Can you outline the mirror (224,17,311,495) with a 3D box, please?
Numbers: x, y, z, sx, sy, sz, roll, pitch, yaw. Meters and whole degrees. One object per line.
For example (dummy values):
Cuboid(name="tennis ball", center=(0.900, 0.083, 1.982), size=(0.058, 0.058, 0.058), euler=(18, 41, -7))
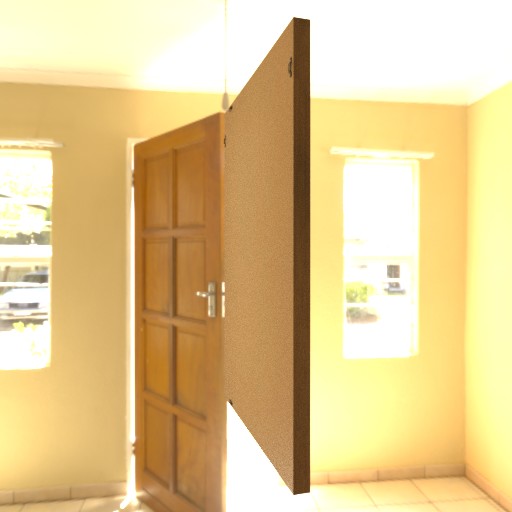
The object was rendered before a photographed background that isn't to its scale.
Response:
Cuboid(name="mirror", center=(0.000, 0.000, 1.143), size=(0.040, 0.915, 0.609), euler=(0, 0, -16))
